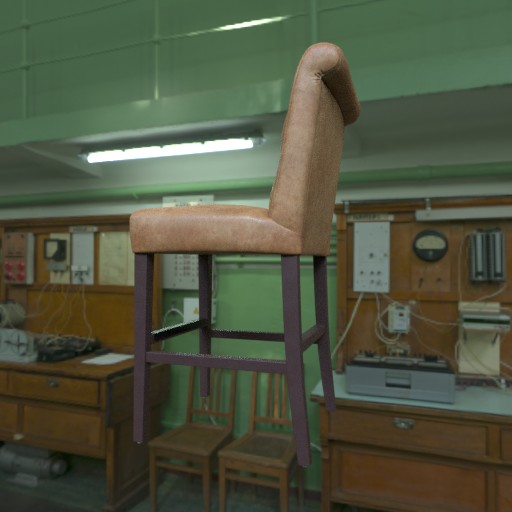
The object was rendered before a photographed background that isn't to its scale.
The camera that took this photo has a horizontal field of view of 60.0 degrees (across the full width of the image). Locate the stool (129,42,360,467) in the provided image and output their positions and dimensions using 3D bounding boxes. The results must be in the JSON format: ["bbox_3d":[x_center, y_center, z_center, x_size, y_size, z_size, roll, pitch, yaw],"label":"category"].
[{"bbox_3d":[0.000,0.000,1.366,0.601,1.047,0.493,0,0,19],"label":"stool"}]
